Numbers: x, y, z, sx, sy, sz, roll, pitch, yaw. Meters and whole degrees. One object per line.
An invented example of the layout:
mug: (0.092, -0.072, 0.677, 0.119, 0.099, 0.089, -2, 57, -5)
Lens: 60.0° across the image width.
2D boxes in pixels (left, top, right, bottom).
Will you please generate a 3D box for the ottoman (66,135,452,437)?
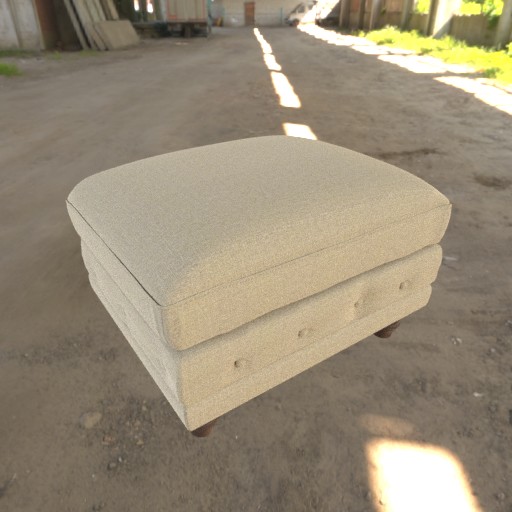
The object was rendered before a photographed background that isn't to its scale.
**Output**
ottoman: (0.000, 0.000, 1.030, 0.684, 0.463, 0.541, -19, 35, -29)
